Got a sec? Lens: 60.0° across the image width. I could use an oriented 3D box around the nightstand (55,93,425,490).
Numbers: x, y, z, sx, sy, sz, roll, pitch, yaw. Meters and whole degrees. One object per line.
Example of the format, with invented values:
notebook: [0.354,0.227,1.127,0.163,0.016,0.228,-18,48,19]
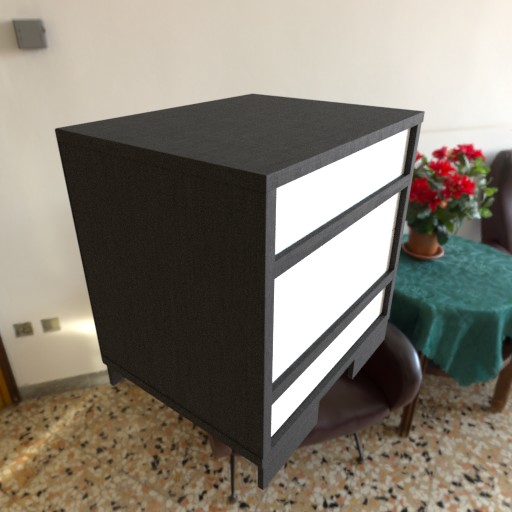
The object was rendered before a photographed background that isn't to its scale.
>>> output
nightstand: [0.000,0.000,0.746,0.347,0.448,0.427,19,33,32]
